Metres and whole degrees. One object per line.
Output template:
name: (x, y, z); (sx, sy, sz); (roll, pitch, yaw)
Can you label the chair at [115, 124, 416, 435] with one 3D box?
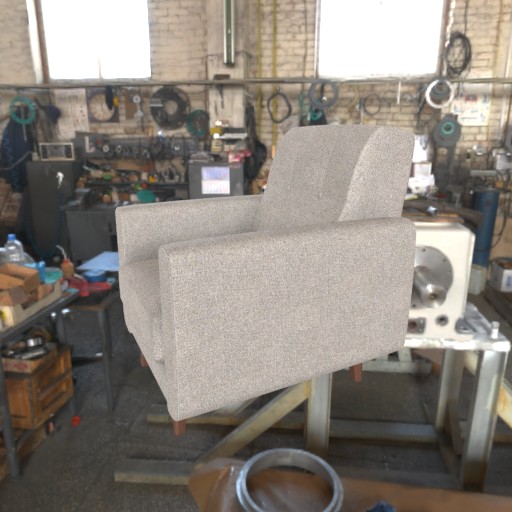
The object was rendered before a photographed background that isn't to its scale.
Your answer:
chair: (0.000, 0.000, 1.693); (0.942, 0.968, 0.845); (-7, 17, -25)
